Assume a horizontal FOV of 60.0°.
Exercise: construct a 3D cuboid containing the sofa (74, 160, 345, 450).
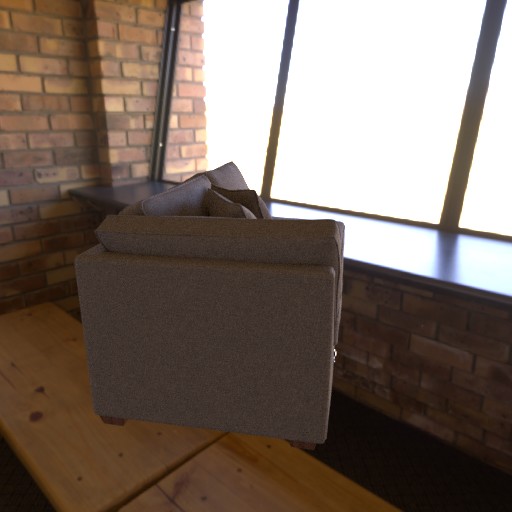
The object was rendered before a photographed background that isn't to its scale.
[{"bbox_3d":[0.000,0.000,2.832,1.110,1.033,2.237,3,18,11],"label":"sofa"}]
